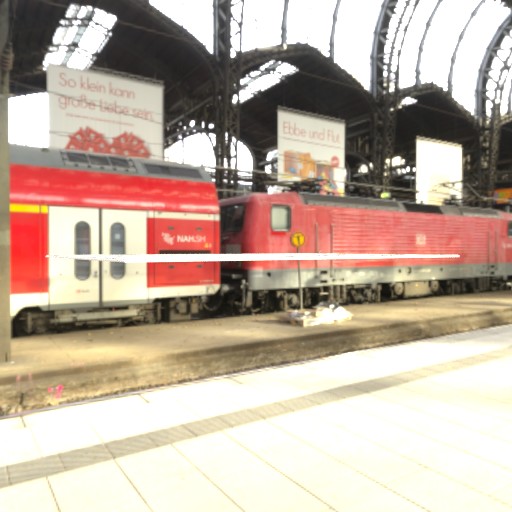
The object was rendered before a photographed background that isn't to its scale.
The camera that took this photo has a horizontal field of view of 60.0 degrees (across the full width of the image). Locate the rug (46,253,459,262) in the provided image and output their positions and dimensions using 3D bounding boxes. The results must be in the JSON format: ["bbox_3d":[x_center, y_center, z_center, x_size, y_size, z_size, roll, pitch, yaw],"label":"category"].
[{"bbox_3d":[0.000,0.000,2.918,2.275,0.014,1.514,-1,1,-36],"label":"rug"}]
